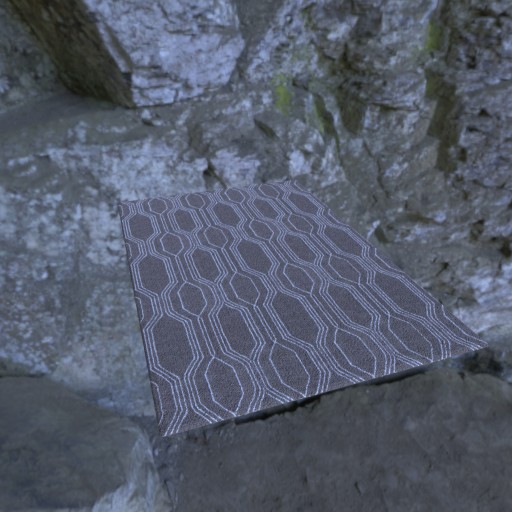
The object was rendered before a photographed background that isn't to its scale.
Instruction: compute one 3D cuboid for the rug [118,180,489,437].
[{"bbox_3d":[0.000,0.000,2.251,1.239,0.012,1.836,-10,32,-16],"label":"rug"}]
